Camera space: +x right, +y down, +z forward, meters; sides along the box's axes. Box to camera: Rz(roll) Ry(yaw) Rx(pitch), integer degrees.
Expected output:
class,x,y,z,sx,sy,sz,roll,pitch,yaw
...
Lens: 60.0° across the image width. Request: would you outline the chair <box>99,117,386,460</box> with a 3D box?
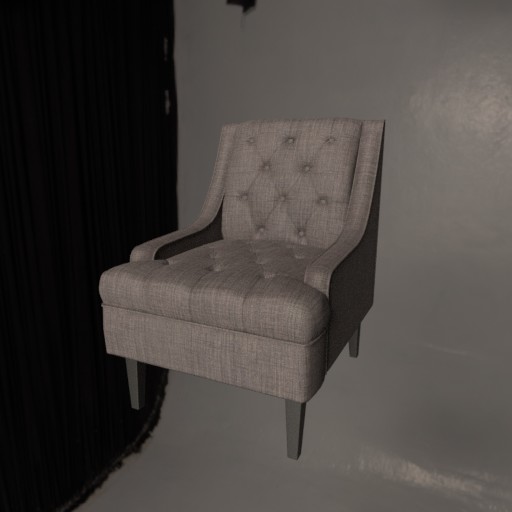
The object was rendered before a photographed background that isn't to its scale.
class,x,y,z,sx,sy,sz,roll,pitch,yaw
chair,0.000,0.000,1.431,0.655,0.891,0.771,7,15,25
